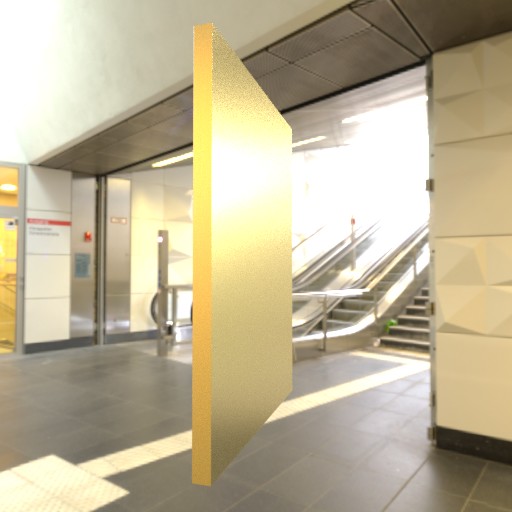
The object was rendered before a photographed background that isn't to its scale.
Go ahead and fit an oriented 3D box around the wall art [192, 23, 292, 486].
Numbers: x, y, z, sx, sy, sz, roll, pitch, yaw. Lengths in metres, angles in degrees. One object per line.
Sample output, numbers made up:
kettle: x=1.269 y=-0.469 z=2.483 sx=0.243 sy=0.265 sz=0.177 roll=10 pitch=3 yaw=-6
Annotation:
wall art: x=0.000 y=0.000 z=0.759 sx=0.025 sy=0.569 sz=0.444 roll=-1 pitch=-2 yaw=17
